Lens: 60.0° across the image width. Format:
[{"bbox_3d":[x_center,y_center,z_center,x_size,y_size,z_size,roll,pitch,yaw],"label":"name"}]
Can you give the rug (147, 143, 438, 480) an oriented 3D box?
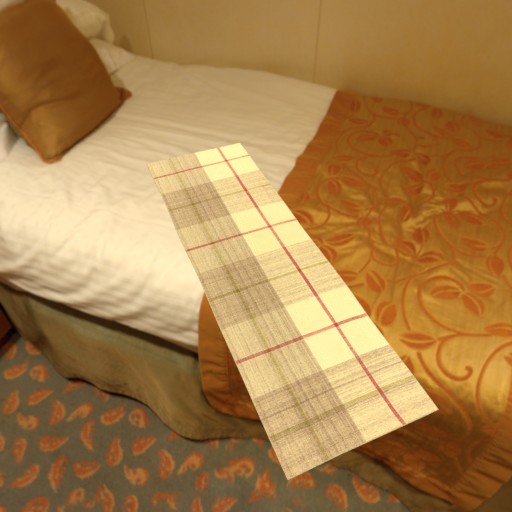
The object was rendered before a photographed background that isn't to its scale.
[{"bbox_3d":[0.000,0.000,2.689,0.762,0.013,2.439,-17,48,-16],"label":"rug"}]
